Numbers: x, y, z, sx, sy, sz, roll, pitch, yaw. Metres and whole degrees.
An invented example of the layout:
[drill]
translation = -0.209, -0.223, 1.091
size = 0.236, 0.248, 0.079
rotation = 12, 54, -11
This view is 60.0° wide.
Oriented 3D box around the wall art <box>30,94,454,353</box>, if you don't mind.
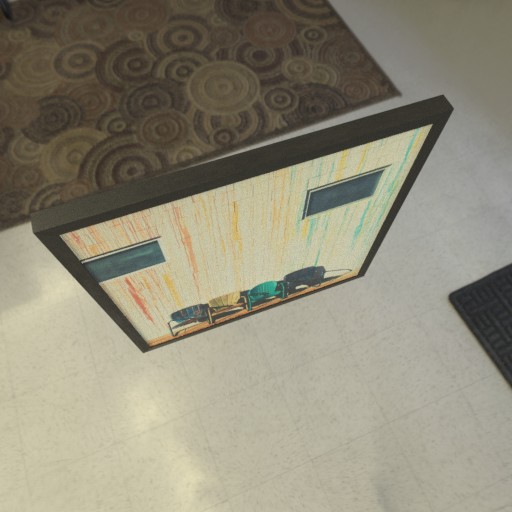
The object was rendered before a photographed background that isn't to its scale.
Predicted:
[wall art]
translation = 0.000, 0.000, 1.105
size = 0.763, 0.763, 0.039
rotation = -18, 65, -9
